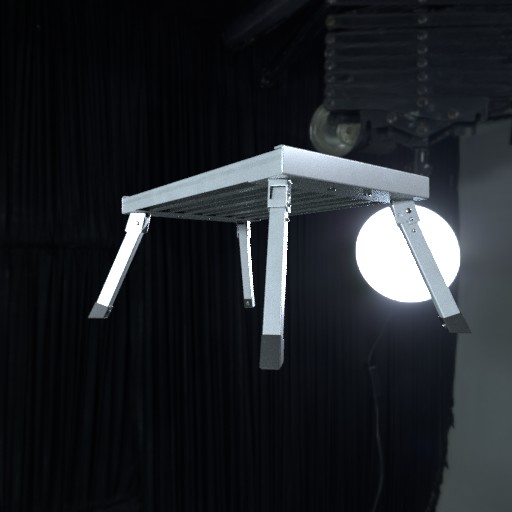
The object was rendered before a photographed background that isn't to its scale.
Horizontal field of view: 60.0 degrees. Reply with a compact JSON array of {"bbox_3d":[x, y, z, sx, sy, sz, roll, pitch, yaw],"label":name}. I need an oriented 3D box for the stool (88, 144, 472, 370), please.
[{"bbox_3d":[0.000,0.000,0.732,0.385,0.225,0.535,1,-2,-38],"label":"stool"}]
